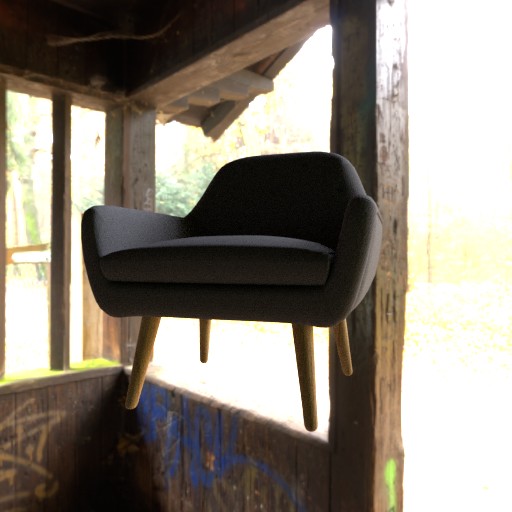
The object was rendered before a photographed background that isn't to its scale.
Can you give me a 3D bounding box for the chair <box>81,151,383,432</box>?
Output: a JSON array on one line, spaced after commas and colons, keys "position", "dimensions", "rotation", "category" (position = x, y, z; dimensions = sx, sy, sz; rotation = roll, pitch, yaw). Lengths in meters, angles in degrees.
[{"position": [0.000, 0.000, 1.397], "dimensions": [0.770, 0.800, 0.779], "rotation": [0, 0, 18], "category": "chair"}]
